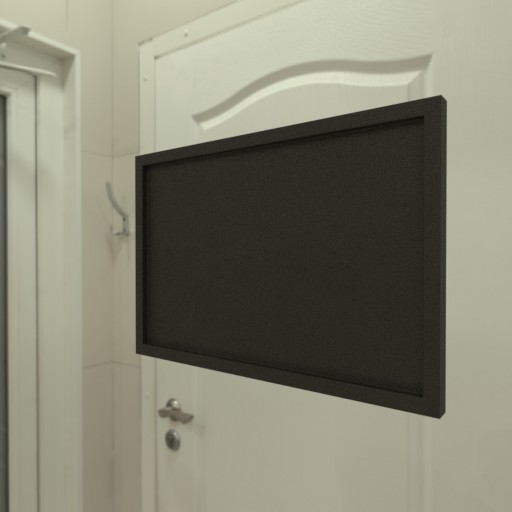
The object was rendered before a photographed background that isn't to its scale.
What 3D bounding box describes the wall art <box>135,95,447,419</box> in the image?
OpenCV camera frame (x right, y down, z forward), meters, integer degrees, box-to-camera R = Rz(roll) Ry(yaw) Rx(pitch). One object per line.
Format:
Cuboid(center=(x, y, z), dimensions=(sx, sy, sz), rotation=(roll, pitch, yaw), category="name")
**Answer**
Cuboid(center=(0.000, 0.000, 0.552), dimensions=(0.443, 0.301, 0.021), rotation=(0, 1, 37), category="wall art")
